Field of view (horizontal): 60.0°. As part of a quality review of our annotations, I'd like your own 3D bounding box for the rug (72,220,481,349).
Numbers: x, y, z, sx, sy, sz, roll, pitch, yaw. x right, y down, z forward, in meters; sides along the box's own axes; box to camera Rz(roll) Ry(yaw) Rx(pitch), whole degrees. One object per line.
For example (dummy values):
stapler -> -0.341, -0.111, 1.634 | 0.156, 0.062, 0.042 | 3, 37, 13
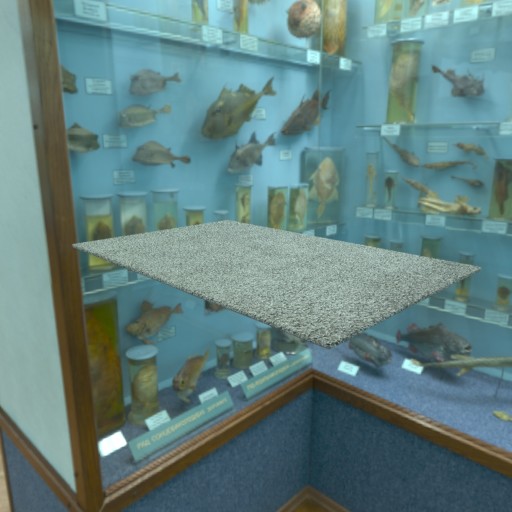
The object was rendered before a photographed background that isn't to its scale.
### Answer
rug -> 0.000, 0.000, 3.471 | 1.778, 0.030, 2.743 | -14, 20, -43
